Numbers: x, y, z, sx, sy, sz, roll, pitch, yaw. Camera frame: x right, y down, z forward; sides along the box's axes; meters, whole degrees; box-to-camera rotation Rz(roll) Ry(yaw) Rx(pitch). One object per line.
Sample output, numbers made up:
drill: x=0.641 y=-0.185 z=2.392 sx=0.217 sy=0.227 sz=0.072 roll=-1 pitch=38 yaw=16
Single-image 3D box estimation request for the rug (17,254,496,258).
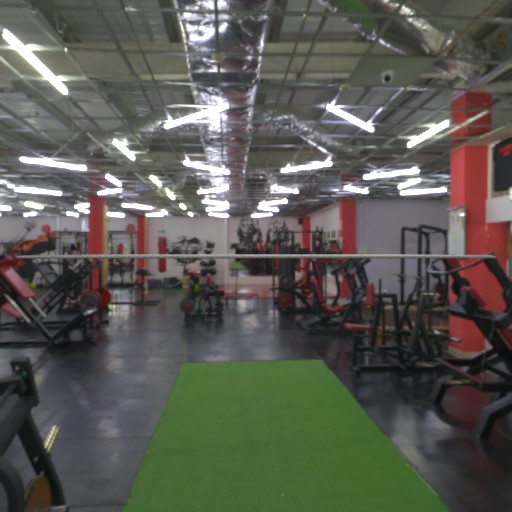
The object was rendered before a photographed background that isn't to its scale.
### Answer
rug: x=0.000 y=0.000 z=2.316 sx=1.847 sy=0.012 sz=1.224 roll=0 pitch=0 yaw=-1
